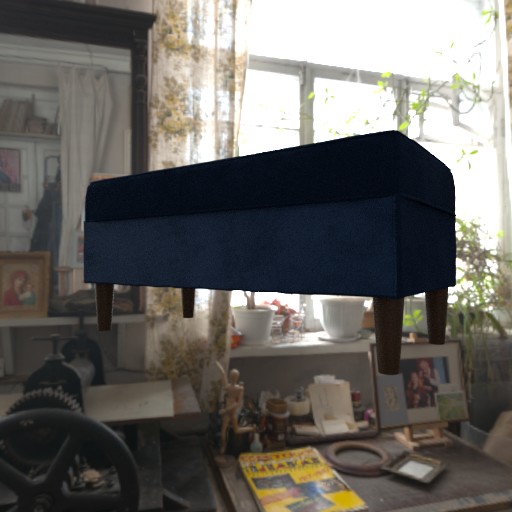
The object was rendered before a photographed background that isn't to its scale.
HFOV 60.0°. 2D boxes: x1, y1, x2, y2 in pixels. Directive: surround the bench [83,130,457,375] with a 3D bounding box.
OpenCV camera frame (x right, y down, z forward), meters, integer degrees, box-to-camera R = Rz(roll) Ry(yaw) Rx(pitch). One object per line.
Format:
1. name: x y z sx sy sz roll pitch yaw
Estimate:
1. bench: 0.000 0.000 1.294 1.010 0.467 0.489 0 -1 36
